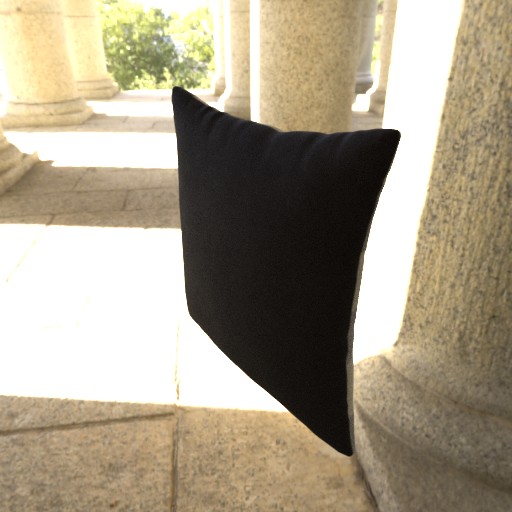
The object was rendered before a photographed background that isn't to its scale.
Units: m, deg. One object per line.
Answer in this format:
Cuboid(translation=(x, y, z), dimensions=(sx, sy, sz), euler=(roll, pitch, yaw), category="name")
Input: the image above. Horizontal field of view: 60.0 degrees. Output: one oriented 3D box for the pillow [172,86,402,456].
Cuboid(translation=(0.000, 0.000, 0.766), dimensions=(0.161, 0.509, 0.511), euler=(-19, 33, -32), category="pillow")
